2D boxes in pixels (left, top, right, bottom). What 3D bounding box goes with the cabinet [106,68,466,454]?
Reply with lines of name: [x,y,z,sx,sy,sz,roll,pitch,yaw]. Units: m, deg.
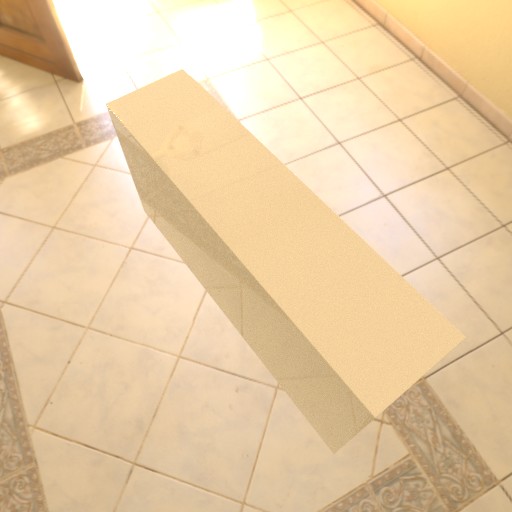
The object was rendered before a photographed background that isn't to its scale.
cabinet: [0.000,0.000,2.004,0.400,0.800,1.650,-33,64,-18]
